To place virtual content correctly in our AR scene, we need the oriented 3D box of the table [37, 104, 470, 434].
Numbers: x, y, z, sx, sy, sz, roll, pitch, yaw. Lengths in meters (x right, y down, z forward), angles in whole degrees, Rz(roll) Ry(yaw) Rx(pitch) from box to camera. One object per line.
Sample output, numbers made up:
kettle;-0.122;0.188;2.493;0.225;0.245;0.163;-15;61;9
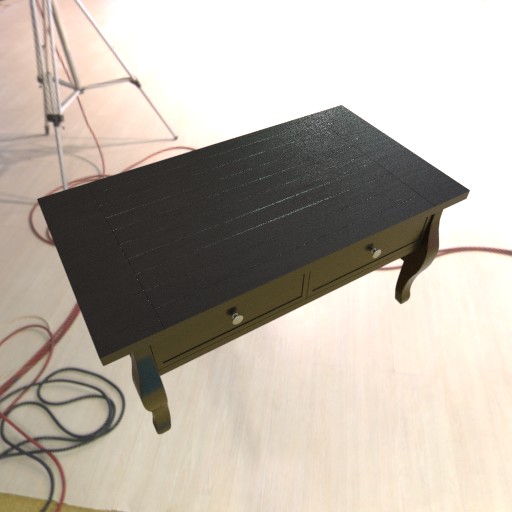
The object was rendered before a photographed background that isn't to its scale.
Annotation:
table;0.000;0.000;1.416;1.062;0.494;0.600;-23;50;-21
